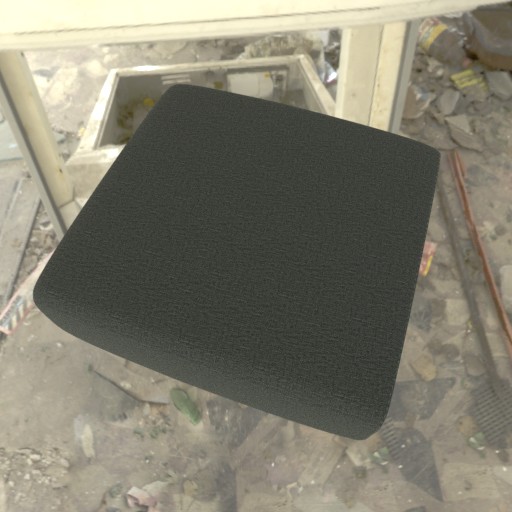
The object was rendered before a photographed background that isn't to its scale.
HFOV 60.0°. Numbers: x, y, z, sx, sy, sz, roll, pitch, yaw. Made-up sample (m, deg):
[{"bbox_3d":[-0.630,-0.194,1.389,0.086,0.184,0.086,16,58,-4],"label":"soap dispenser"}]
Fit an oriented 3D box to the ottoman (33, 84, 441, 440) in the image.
[{"bbox_3d":[0.000,0.000,1.013,0.650,0.398,0.649,17,61,10],"label":"ottoman"}]
